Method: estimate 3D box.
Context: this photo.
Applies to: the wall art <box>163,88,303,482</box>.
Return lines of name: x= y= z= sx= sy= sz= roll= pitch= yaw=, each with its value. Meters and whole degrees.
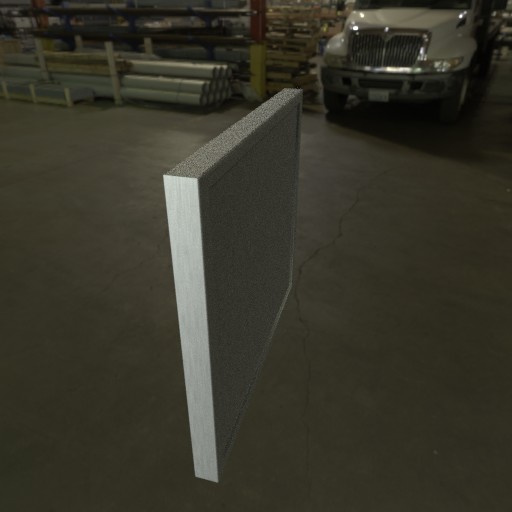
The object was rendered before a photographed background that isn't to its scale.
wall art: x=0.000 y=0.000 z=0.541 sx=0.028 sy=0.330 sz=0.380 roll=8 pitch=30 yaw=14
